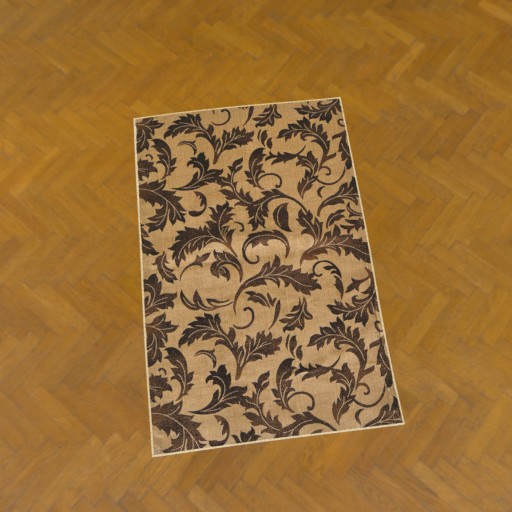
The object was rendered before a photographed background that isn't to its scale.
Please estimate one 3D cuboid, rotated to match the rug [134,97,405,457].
[{"bbox_3d":[0.000,0.000,2.925,1.522,0.008,2.284,-7,75,-2],"label":"rug"}]
